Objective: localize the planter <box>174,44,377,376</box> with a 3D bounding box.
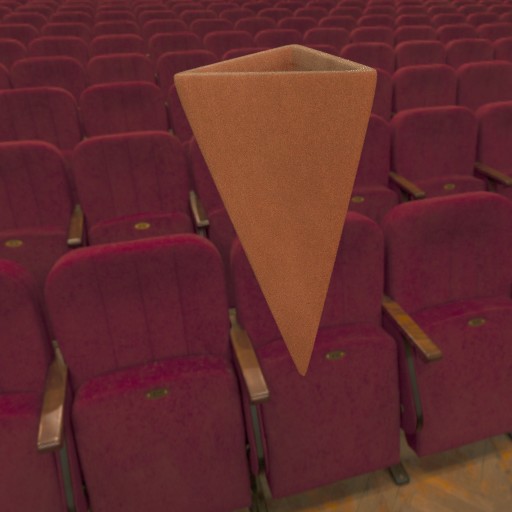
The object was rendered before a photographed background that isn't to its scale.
[{"bbox_3d":[0.000,0.000,0.272,0.081,0.224,0.101,-8,32,-13],"label":"planter"}]
